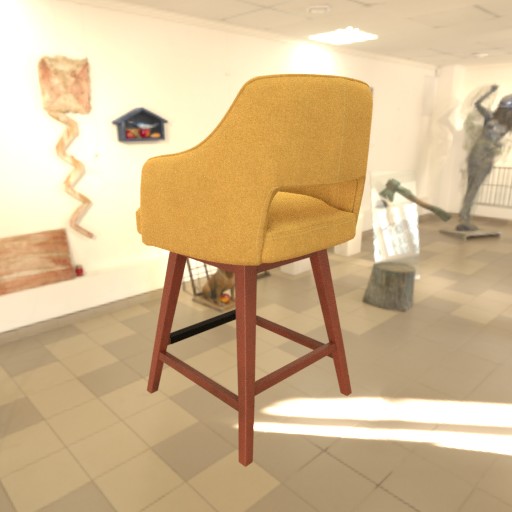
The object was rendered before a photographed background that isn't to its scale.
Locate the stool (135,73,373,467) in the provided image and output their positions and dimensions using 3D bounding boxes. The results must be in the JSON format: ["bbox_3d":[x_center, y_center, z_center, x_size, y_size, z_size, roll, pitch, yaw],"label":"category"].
[{"bbox_3d":[0.000,0.000,1.273,0.548,0.924,0.558,-15,22,-42],"label":"stool"}]
